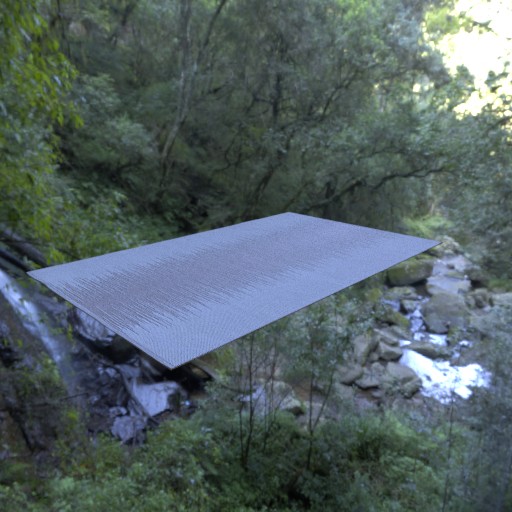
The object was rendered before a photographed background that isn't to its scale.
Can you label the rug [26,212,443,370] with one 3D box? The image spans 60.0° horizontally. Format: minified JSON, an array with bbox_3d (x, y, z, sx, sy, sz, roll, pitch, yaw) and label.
[{"bbox_3d":[0.000,0.000,2.999,1.522,0.012,2.440,17,24,42],"label":"rug"}]
